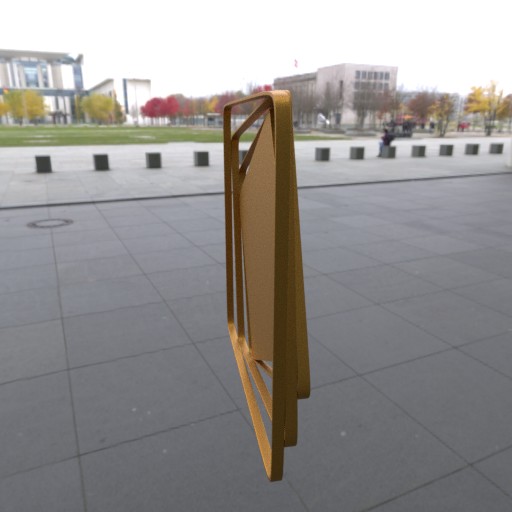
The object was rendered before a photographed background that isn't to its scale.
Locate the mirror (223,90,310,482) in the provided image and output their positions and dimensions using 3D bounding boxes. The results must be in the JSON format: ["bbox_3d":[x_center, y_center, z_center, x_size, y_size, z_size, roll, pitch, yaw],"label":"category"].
[{"bbox_3d":[0.000,0.000,0.694,0.045,0.468,0.470,-3,17,-10],"label":"mirror"}]
